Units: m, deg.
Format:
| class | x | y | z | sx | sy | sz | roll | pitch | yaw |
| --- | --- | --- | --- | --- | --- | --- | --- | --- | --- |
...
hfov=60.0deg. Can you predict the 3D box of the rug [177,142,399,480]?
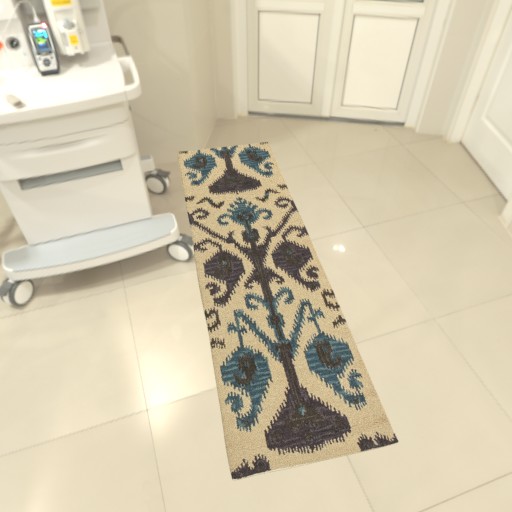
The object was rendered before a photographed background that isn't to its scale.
| class | x | y | z | sx | sy | sz | roll | pitch | yaw |
| --- | --- | --- | --- | --- | --- | --- | --- | --- | --- |
| rug | 0.000 | 0.000 | 2.522 | 0.692 | 0.017 | 2.301 | -9 | 47 | -8 |
